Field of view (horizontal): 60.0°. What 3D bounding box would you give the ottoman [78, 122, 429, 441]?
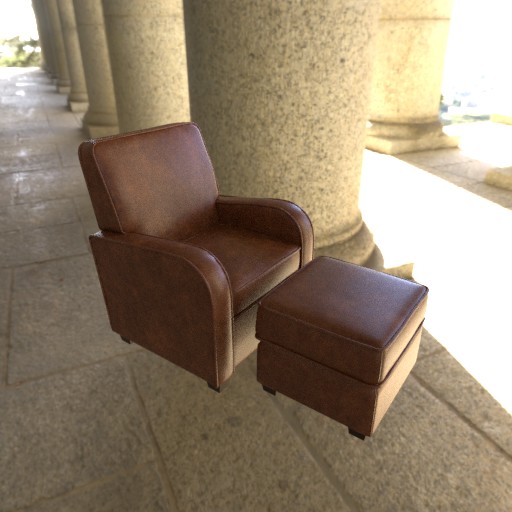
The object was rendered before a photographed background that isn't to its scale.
[{"bbox_3d":[0.000,0.000,1.828,1.314,0.904,0.732,18,31,31],"label":"ottoman"}]
